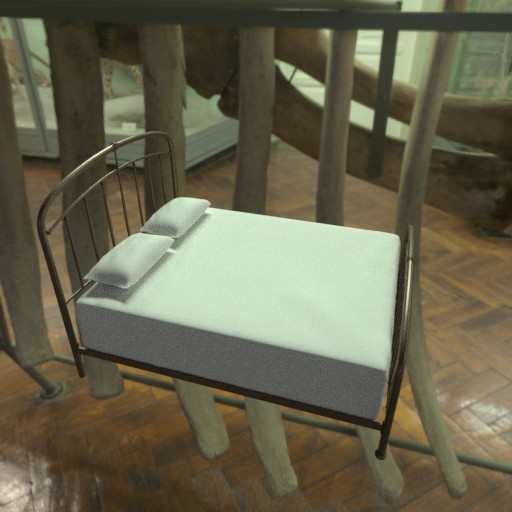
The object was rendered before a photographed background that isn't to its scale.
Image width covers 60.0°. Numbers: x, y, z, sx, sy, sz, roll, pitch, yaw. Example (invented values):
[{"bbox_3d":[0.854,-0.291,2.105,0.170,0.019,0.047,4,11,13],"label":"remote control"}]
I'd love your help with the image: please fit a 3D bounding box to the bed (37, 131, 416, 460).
[{"bbox_3d":[0.000,0.000,3.222,2.168,1.475,1.711,10,33,15],"label":"bed"}]
